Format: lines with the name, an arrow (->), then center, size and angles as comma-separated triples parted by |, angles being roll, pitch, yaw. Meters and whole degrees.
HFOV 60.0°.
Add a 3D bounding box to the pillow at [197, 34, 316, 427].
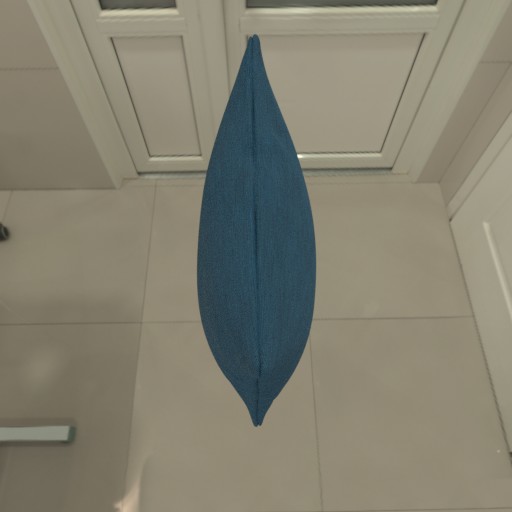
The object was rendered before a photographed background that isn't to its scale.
pillow -> 0.000, 0.000, 0.658 | 0.177, 0.420, 0.437 | -1, 63, -1
